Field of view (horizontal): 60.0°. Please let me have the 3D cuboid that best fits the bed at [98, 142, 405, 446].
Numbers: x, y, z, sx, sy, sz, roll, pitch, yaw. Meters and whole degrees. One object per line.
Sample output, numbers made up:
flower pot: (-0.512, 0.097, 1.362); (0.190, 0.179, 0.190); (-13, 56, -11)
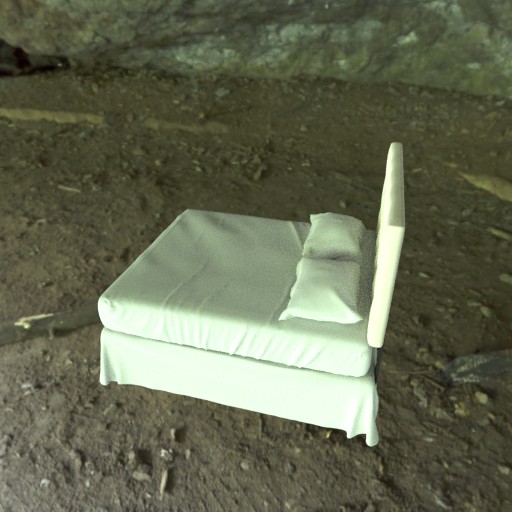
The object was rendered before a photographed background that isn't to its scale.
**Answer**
bed: (0.000, 0.000, 3.598); (2.222, 1.577, 1.936); (8, 31, 13)
